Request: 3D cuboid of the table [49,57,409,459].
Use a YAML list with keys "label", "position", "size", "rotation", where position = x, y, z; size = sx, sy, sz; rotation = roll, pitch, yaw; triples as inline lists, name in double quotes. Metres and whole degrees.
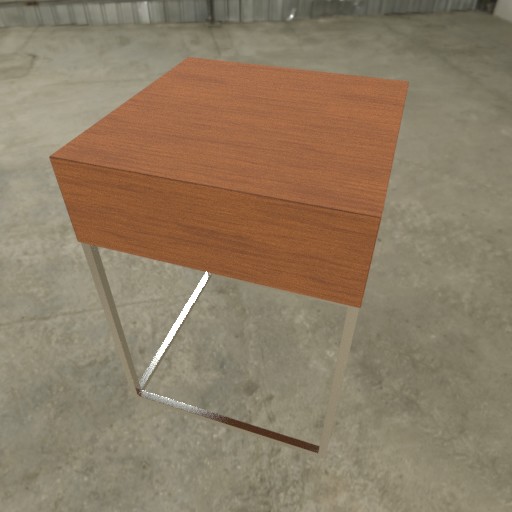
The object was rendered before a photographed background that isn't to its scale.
- label: "table"
  position: [0.000, 0.000, 0.810]
  size: [0.397, 0.540, 0.398]
  rotation: [12, 43, 14]
